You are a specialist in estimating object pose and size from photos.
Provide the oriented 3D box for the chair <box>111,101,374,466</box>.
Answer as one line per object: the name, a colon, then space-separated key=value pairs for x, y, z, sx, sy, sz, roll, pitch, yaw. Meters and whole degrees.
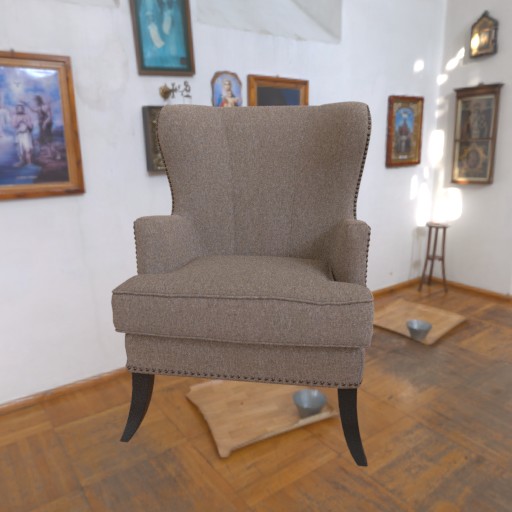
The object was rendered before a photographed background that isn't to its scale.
chair: x=0.000 y=0.000 z=1.550 sx=0.759 sy=1.060 sz=0.758 roll=2 pitch=13 yaw=8
